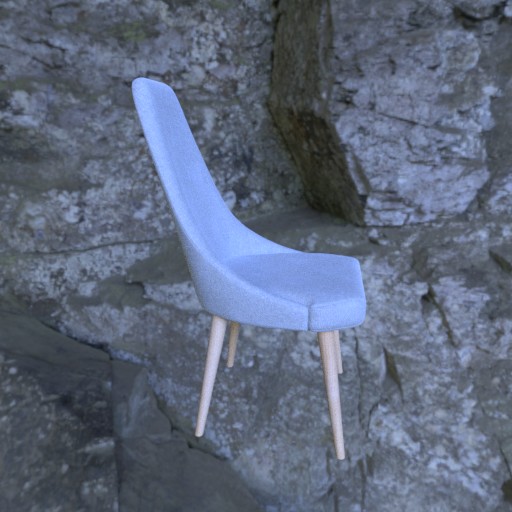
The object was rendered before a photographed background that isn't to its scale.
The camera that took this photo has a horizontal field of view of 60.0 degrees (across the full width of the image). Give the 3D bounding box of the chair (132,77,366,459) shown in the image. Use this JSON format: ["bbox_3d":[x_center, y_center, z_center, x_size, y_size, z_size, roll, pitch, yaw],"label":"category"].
[{"bbox_3d":[0.000,0.000,1.388,0.660,1.040,0.510,3,16,9],"label":"chair"}]
